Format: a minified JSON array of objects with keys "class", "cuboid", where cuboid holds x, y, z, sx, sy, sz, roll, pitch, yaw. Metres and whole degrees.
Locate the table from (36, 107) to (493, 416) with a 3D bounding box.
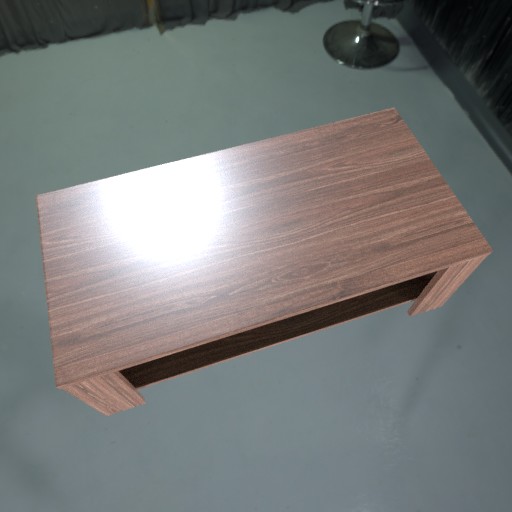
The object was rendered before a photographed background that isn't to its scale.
[{"class":"table","cuboid":[0.000,0.000,1.462,1.200,0.400,0.600,-16,62,-9]}]
